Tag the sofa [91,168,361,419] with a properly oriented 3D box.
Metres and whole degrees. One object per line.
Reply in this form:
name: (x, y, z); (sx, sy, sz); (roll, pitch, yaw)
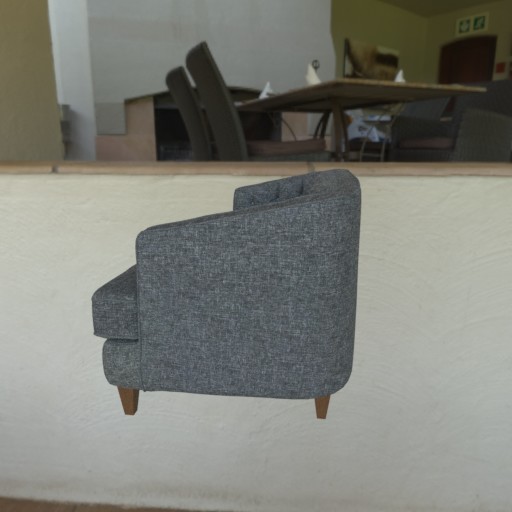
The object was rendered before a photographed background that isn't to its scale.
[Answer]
sofa: (0.000, 0.000, 2.269); (0.941, 0.855, 1.733); (2, 14, 8)
